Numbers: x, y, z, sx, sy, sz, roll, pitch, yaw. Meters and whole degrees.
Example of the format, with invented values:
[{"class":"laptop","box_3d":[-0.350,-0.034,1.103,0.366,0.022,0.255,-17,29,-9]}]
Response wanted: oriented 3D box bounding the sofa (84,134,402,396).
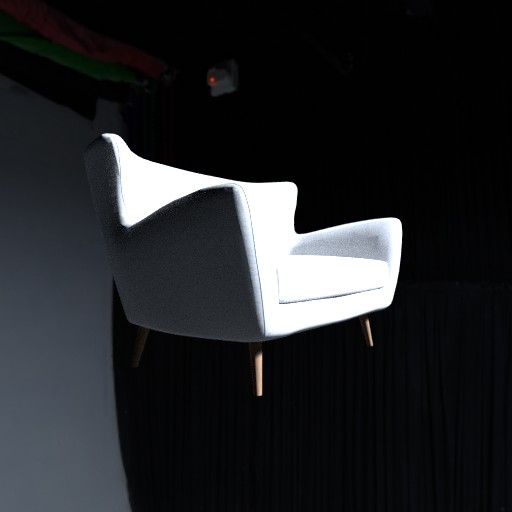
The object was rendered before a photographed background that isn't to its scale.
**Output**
[{"class":"sofa","box_3d":[0.000,0.000,1.993,0.921,0.878,1.424,0,0,35]}]
